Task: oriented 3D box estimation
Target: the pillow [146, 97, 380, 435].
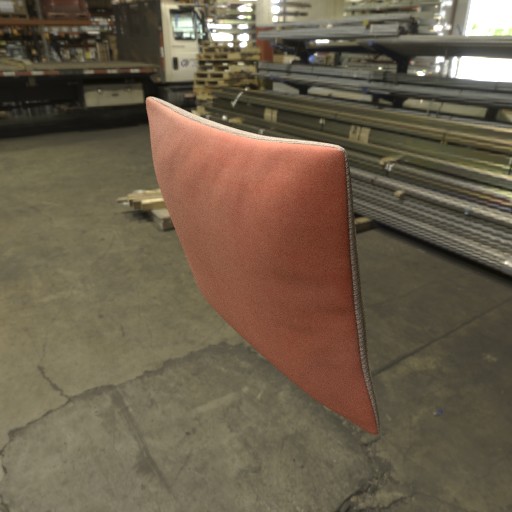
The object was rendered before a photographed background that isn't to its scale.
[{"bbox_3d":[0.000,0.000,0.637,0.177,0.401,0.424,-17,31,-30],"label":"pillow"}]
